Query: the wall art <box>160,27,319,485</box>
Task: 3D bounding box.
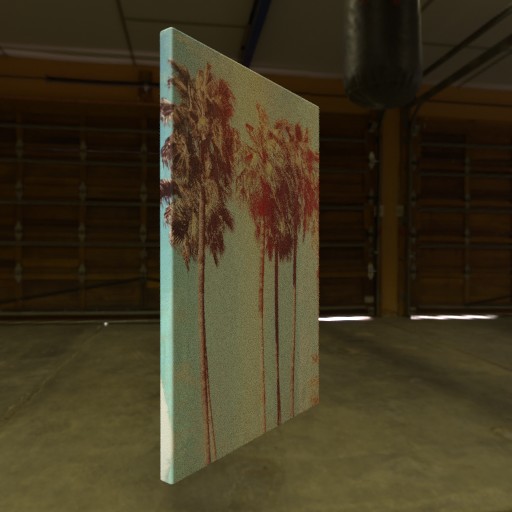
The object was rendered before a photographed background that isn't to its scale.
[{"bbox_3d":[0.000,0.000,1.133,0.037,0.915,0.605,0,0,37],"label":"wall art"}]
